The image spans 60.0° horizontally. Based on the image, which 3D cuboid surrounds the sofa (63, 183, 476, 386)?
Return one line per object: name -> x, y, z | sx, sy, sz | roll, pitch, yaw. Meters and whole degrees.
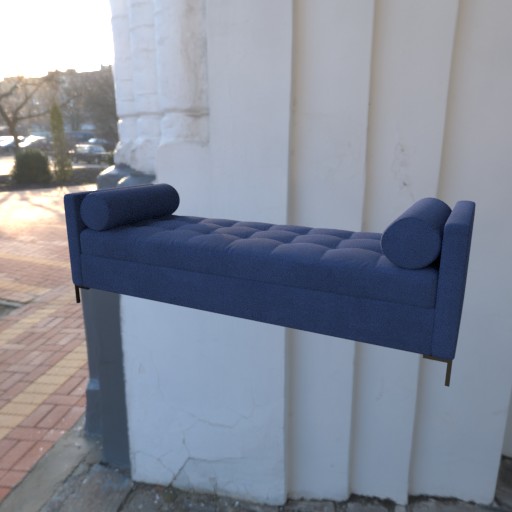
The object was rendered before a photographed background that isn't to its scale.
sofa -> 0.000, 0.000, 2.302 | 1.981, 0.635, 0.686 | 7, 16, 26
